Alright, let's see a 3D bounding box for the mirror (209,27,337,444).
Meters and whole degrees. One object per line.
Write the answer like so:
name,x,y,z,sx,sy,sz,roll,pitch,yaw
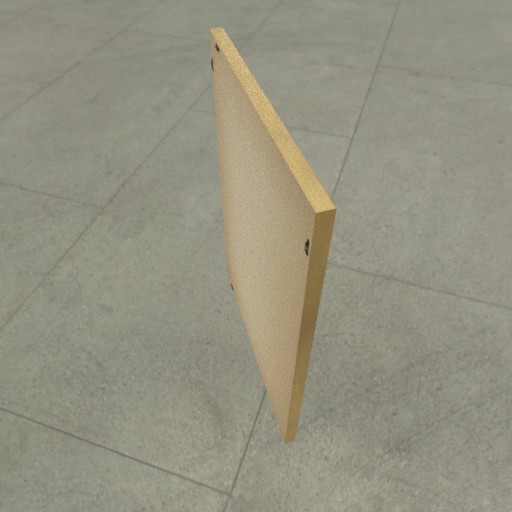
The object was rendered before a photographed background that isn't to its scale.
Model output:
mirror,0.000,0.000,1.320,0.041,1.016,0.762,-12,49,-11
